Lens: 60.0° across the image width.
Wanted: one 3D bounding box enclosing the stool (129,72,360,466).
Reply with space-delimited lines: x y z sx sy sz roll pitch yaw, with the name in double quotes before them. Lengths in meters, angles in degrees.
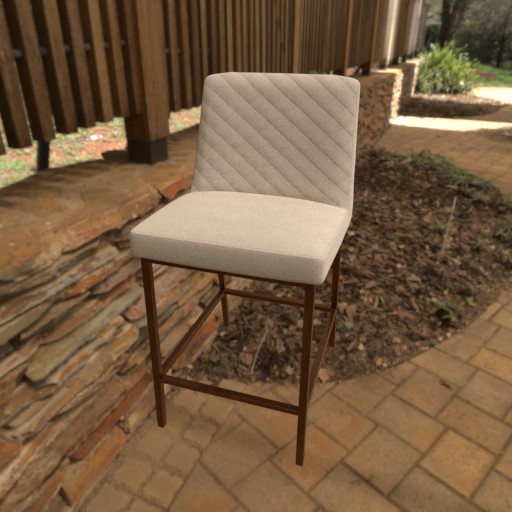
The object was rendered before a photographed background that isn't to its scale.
"stool" 0.000 0.000 1.317 0.507 0.973 0.576 8 28 16
